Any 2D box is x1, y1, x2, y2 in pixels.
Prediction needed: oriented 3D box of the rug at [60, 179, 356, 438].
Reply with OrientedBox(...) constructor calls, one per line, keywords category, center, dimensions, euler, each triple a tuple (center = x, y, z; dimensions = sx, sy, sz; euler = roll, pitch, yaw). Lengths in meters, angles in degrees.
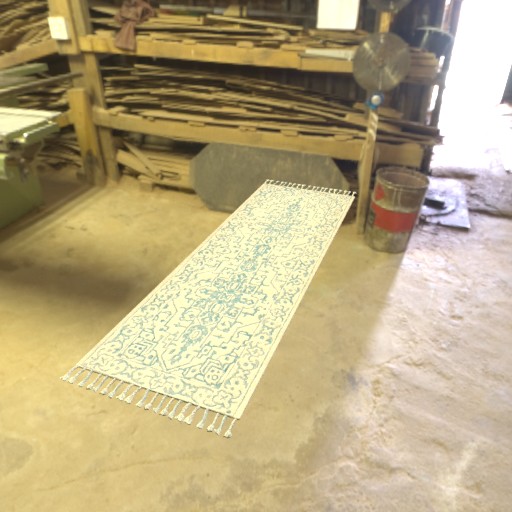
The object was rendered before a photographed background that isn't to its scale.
OrientedBox(category="rug", center=(0.000, 0.000, 2.674), dimensions=(0.774, 0.011, 2.449), euler=(11, 32, 19))
